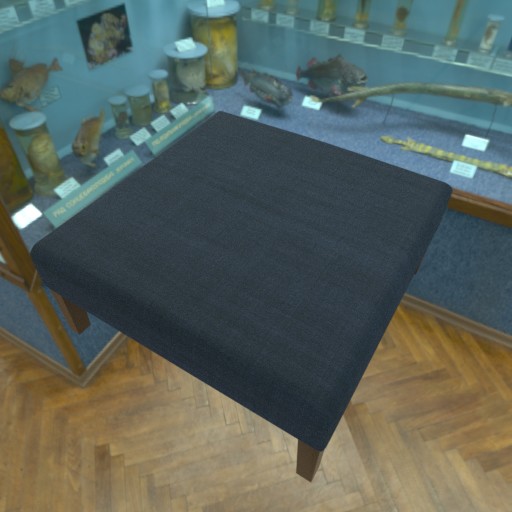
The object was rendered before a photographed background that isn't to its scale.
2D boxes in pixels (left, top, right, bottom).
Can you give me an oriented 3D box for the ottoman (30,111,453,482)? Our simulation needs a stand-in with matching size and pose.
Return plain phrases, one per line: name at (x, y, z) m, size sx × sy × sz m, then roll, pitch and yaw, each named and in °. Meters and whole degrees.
ottoman at (0.000, 0.000, 1.381) m, size 0.890 × 0.411 × 0.889 m, roll 24°, pitch 51°, yaw 22°
